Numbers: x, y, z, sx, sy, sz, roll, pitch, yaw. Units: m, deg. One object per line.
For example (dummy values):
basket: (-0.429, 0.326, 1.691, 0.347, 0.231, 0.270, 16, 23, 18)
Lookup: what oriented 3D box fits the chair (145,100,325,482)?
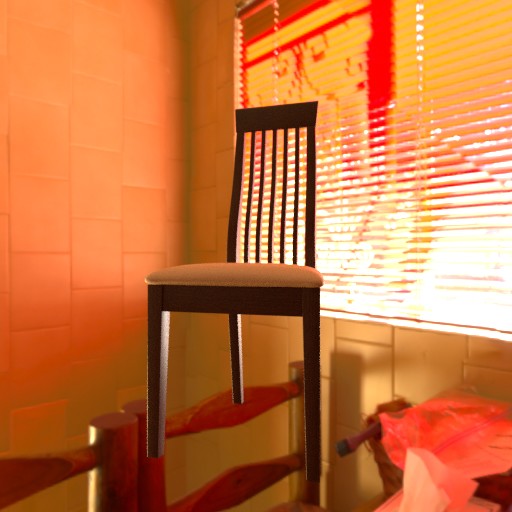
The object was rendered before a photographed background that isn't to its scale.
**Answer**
chair: (0.000, 0.000, 1.286, 0.460, 1.027, 0.474, 0, 0, 17)
